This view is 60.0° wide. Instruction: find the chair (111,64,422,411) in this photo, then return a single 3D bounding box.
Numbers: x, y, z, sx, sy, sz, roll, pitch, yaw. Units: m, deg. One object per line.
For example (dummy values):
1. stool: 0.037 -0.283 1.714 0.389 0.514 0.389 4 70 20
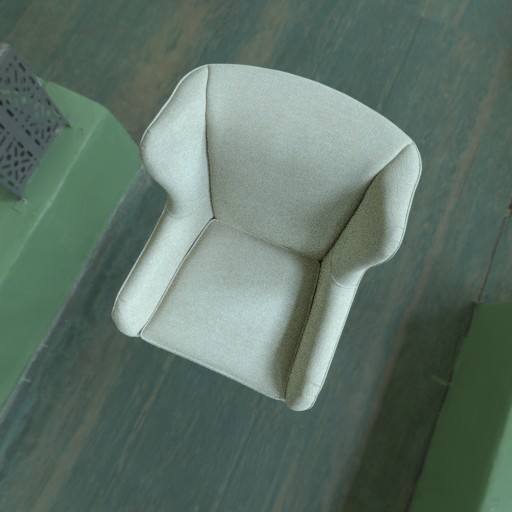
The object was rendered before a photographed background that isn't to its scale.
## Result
1. chair: 0.000 0.000 1.762 0.838 1.040 0.966 23 77 6
